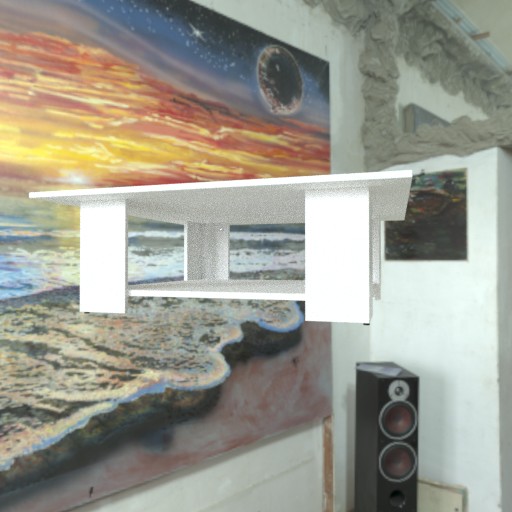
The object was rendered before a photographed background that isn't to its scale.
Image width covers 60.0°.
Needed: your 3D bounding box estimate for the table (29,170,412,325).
[{"bbox_3d":[0.000,0.000,1.378,0.890,0.305,0.890,0,-1,18],"label":"table"}]
